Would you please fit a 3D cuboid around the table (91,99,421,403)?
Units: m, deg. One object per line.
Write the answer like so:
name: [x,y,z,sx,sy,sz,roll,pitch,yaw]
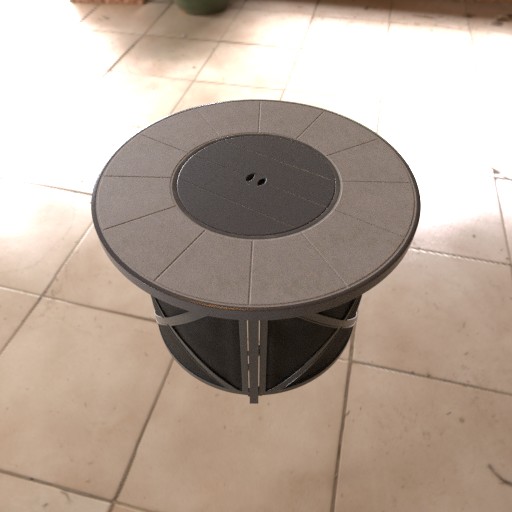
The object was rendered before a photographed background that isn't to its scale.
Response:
table: [0.000,0.000,1.507,0.914,0.650,0.914,0,48,0]
